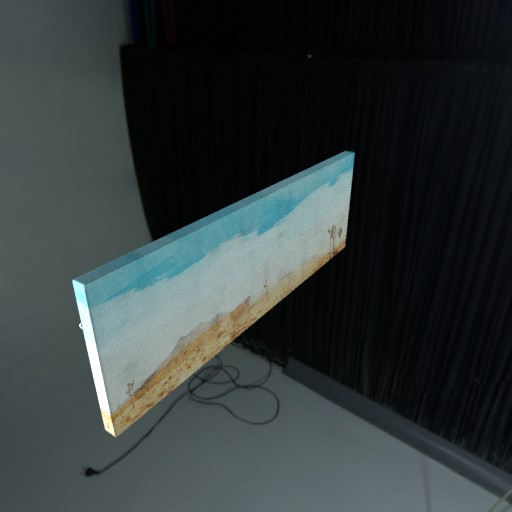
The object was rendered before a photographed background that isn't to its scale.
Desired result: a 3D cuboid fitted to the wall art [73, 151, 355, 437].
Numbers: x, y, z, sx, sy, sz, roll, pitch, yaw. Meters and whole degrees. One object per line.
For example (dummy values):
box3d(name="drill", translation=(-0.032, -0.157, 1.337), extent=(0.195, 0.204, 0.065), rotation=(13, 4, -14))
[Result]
box3d(name="wall art", translation=(0.000, 0.000, 0.858), extent=(0.044, 0.254, 0.759), rotation=(18, 32, 31))
